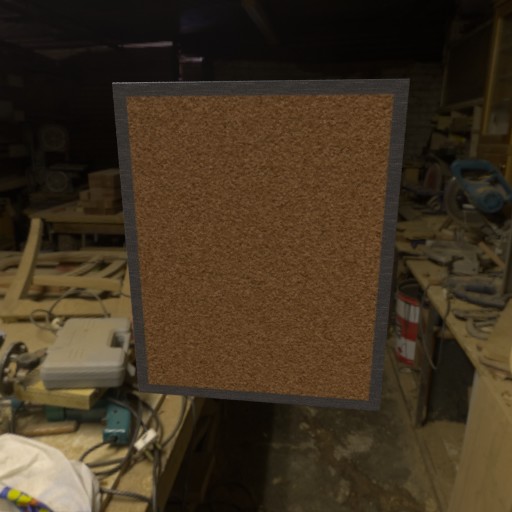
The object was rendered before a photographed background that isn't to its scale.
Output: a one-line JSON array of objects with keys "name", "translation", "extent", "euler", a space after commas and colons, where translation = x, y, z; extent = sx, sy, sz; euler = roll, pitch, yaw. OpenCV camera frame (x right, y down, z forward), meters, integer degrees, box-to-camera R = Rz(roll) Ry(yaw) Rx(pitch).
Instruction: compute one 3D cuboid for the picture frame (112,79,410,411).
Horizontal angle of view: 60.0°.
[{"name": "picture frame", "translation": [0.000, 0.000, 0.762], "extent": [0.454, 0.559, 0.029], "euler": [2, 16, 7]}]
